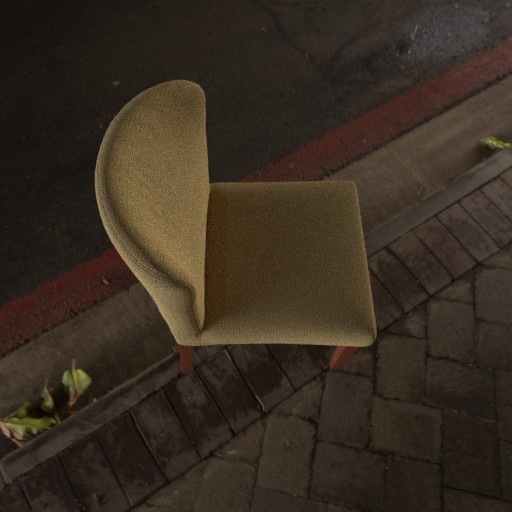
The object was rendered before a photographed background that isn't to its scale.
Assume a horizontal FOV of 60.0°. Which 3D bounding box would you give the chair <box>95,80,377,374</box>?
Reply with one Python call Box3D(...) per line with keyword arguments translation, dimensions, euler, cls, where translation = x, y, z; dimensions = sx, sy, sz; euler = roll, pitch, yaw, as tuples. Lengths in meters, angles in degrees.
Box3D(translation=(0.000, 0.000, 1.184), dimensions=(0.589, 0.839, 0.491), euler=(-1, 63, 0), cls="chair")
